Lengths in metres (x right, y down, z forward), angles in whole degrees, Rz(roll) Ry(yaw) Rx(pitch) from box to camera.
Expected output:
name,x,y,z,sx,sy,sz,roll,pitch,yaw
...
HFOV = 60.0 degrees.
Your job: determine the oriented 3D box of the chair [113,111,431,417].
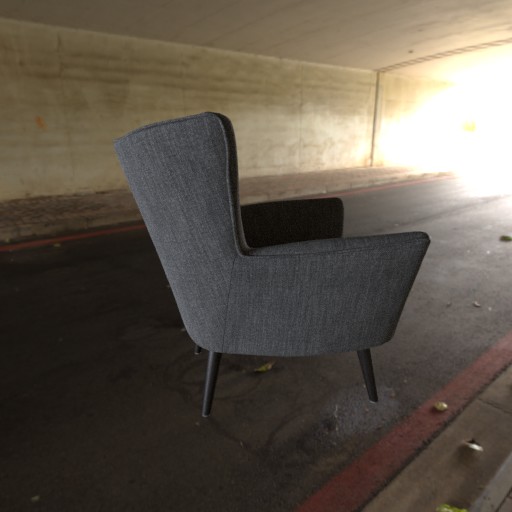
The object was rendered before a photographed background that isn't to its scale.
name,x,y,z,sx,sy,sz,roll,pitch,yaw
chair,0.000,0.000,1.547,0.888,0.933,0.781,-3,16,-10
